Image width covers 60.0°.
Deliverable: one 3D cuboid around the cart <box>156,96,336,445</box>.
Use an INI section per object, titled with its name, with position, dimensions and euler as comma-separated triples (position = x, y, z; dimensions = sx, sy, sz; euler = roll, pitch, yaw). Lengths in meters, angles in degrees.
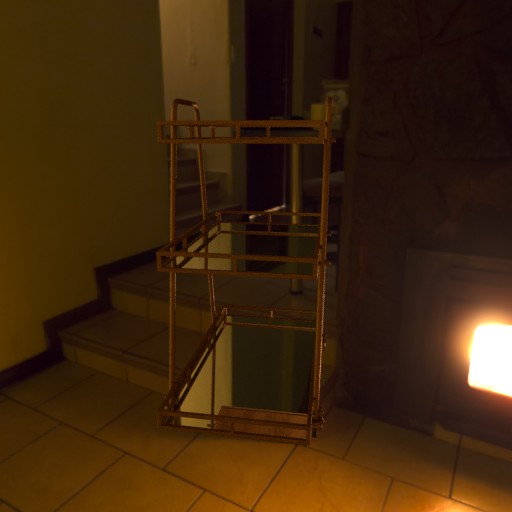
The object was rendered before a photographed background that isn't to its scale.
[cart]
position = 0.000, 0.000, 1.322
dimensions = 0.441, 0.883, 0.711
euler = 3, 16, 9
